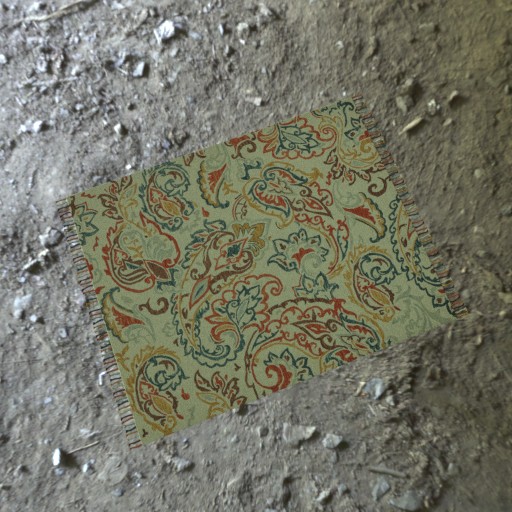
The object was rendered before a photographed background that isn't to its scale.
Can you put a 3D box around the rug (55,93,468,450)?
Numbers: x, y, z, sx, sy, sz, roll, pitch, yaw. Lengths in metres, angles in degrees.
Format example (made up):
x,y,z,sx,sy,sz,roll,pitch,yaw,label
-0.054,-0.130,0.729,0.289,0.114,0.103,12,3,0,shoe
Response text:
x,y,z,sx,sy,sz,roll,pitch,yaw,label
0.000,0.000,4.211,3.274,0.015,2.439,-21,78,-5,rug
